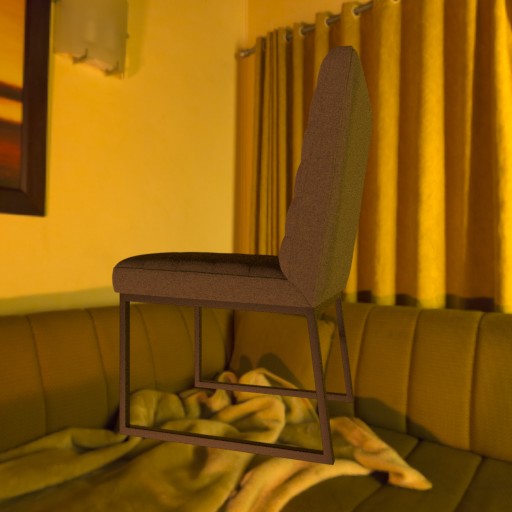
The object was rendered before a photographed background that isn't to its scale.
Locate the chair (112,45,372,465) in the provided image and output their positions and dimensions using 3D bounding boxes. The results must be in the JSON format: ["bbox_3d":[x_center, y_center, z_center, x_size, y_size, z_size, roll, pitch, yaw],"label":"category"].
[{"bbox_3d":[0.000,0.000,1.282,0.634,0.930,0.520,0,0,18],"label":"chair"}]
